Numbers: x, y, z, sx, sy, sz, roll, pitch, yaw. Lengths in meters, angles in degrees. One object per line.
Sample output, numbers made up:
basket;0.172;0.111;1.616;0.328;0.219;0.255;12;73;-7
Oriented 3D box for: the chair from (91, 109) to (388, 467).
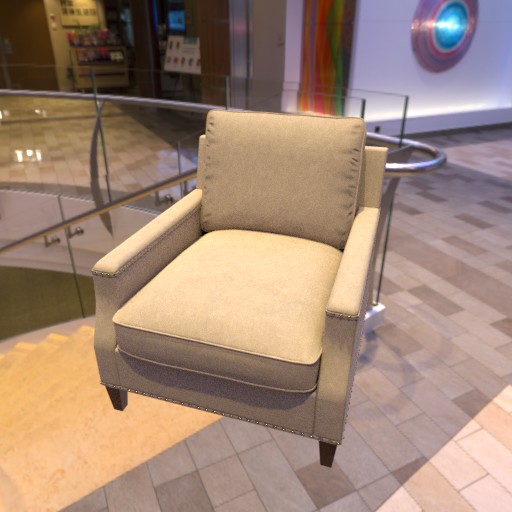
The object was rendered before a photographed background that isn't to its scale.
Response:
chair;0.000;0.000;1.691;0.853;0.943;1.014;8;28;16
